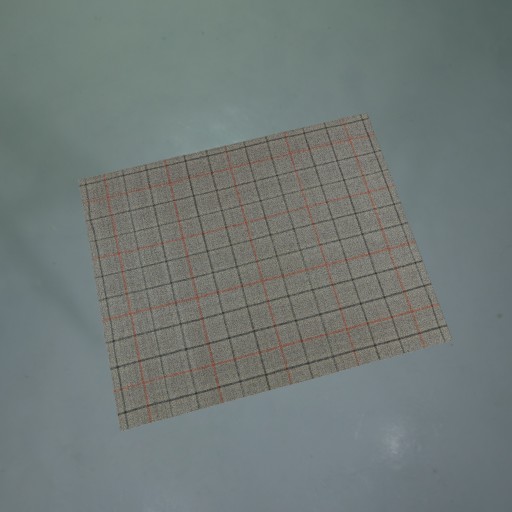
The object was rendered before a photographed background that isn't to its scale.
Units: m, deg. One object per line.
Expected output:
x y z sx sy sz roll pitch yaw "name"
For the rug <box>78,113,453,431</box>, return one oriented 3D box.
0.000 0.000 4.232 3.048 0.012 2.444 -14 75 -4 "rug"
